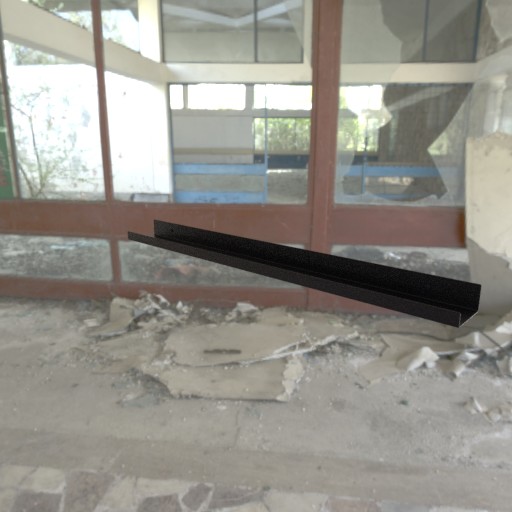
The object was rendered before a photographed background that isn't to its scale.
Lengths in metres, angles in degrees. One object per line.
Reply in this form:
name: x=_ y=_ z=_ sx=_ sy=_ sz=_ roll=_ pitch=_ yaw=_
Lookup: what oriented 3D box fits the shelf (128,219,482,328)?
shelf: x=0.000 y=0.000 z=1.003 sx=0.924 sy=0.049 sz=0.092 roll=13 pitch=19 yaw=41
